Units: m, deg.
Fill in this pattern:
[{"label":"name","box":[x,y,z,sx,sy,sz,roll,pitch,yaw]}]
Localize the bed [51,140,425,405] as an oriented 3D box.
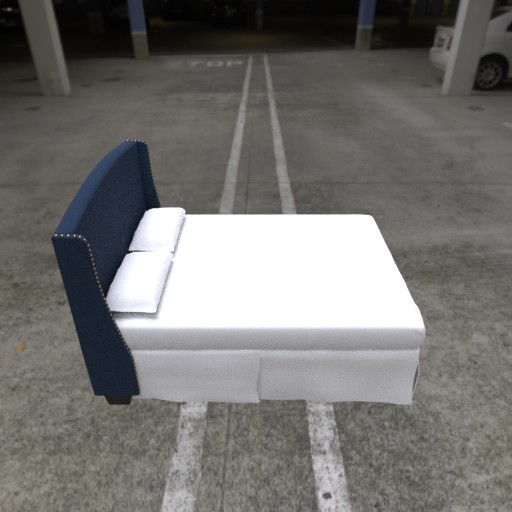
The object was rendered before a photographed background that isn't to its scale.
[{"label":"bed","box":[0.000,0.000,3.311,2.223,1.402,1.604,0,33,0]}]
